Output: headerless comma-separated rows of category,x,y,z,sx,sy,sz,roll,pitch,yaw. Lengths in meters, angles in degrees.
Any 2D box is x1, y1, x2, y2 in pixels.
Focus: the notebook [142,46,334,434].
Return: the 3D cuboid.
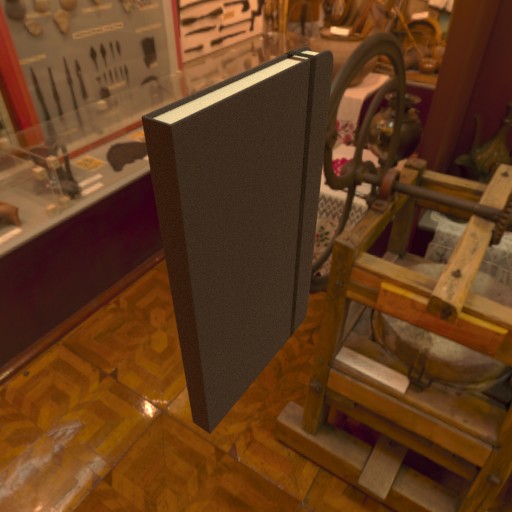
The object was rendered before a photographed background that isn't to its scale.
notebook,0.000,0.000,0.268,0.016,0.213,0.127,24,45,26
